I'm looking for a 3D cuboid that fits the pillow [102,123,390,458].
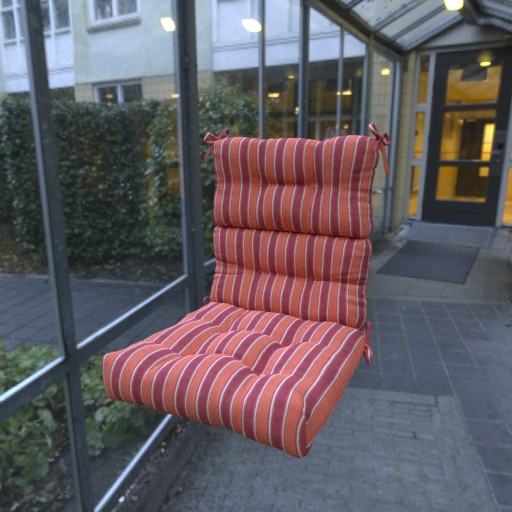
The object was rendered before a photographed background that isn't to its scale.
[{"bbox_3d":[0.000,0.000,1.033,0.519,0.605,0.571,7,15,26],"label":"pillow"}]
